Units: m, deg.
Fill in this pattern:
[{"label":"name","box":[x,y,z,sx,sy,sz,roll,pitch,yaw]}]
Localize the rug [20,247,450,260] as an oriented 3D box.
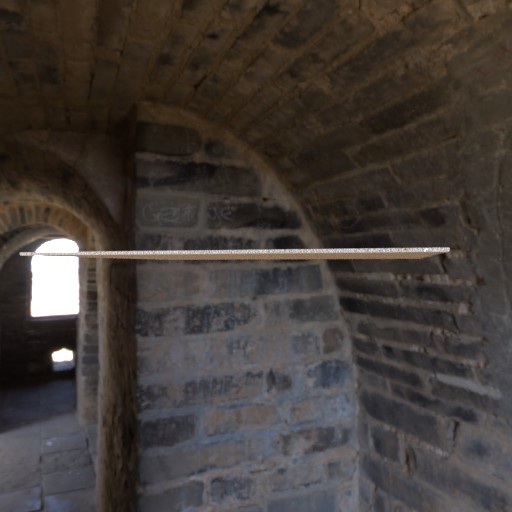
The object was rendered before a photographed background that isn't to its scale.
[{"label":"rug","box":[0.000,0.000,4.053,3.000,0.026,2.400,0,-1,17]}]
